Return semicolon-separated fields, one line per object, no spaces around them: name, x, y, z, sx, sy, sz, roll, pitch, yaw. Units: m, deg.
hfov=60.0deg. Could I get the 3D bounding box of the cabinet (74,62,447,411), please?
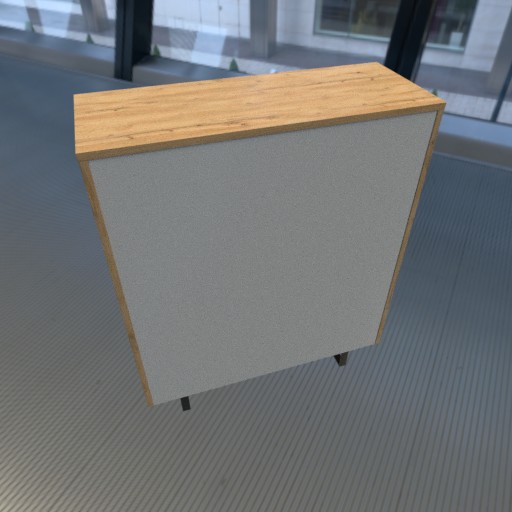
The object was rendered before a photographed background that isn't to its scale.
cabinet;0.000;0.000;1.943;1.168;1.397;0.473;-12;41;-14
